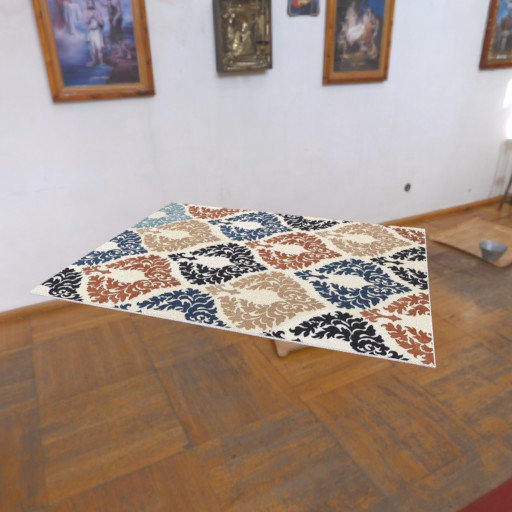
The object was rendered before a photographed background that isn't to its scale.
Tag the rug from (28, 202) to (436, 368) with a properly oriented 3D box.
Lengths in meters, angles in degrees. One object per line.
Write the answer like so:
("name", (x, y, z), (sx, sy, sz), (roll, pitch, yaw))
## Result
("rug", (0.000, 0.000, 4.133), (3.040, 0.014, 2.423), (8, 26, 16))
